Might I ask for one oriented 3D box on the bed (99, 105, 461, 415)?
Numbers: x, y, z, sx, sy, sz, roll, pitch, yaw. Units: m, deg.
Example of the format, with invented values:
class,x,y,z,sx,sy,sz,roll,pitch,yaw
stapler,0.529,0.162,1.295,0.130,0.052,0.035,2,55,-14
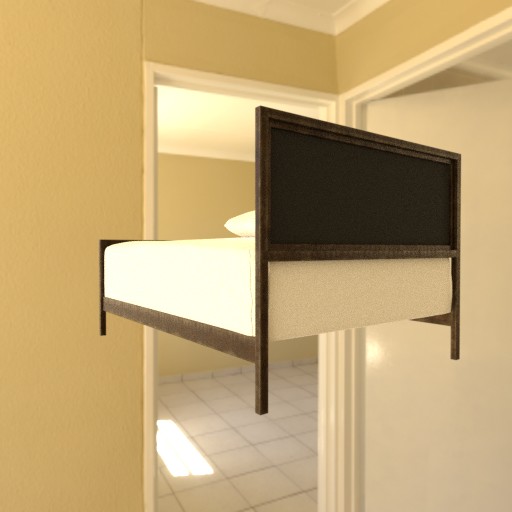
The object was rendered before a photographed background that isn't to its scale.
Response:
class,x,y,z,sx,sy,sz,roll,pitch,yaw
bed,0.000,0.000,3.244,1.607,1.313,2.221,-1,1,-37
